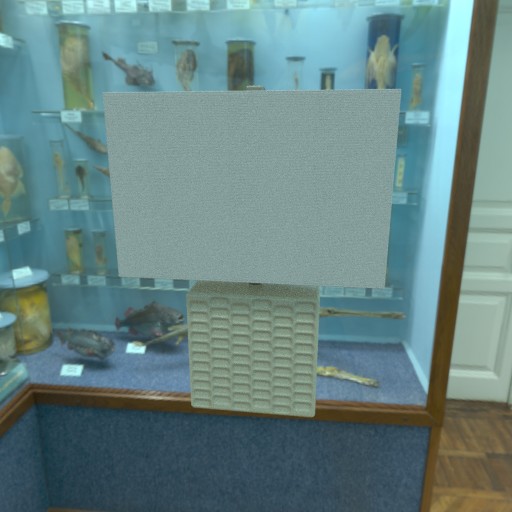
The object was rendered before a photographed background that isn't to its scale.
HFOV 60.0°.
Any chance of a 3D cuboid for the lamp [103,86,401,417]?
[{"bbox_3d":[0.000,0.000,0.719,0.380,0.515,0.200,2,16,8],"label":"lamp"}]
